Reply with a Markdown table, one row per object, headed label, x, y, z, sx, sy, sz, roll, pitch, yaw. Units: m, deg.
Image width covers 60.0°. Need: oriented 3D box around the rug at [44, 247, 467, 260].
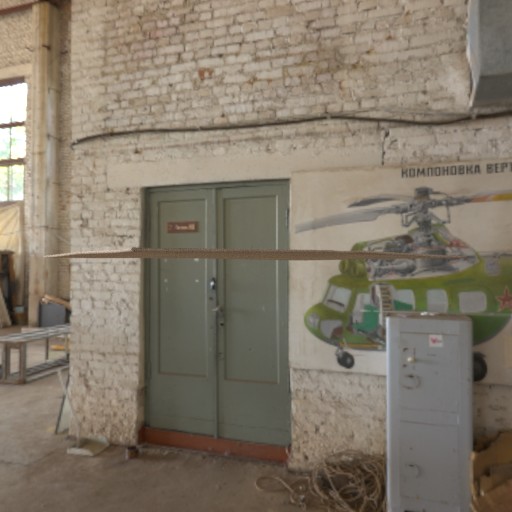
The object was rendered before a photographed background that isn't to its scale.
| label | x | y | z | sx | sy | sz | roll | pitch | yaw |
| --- | --- | --- | --- | --- | --- | --- | --- | --- | --- |
| rug | 0.000 | 0.000 | 3.667 | 2.869 | 0.038 | 2.032 | 1 | -2 | -35 |
